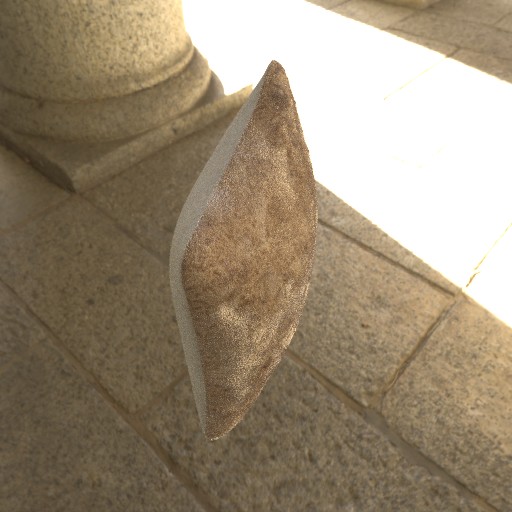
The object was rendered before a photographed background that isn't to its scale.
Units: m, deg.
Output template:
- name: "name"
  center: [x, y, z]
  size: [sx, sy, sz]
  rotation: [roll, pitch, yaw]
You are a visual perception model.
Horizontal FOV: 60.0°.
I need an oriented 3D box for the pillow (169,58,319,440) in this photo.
- name: "pillow"
  center: [0.000, 0.000, 0.826]
  size: [0.216, 0.525, 0.538]
  rotation: [10, 47, 9]
